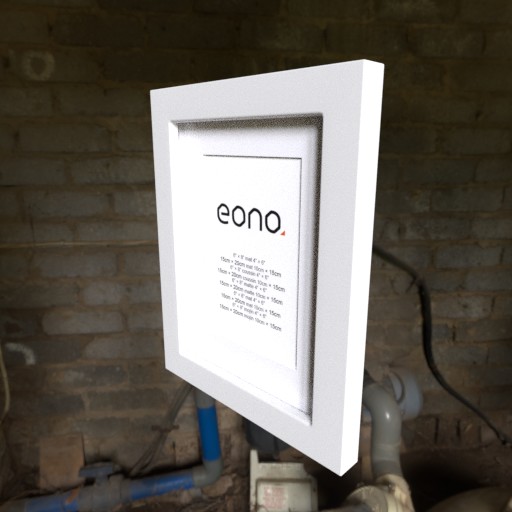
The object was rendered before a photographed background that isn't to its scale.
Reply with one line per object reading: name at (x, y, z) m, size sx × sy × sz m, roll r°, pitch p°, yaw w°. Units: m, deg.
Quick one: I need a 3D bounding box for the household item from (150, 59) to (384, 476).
household item at (0.000, 0.000, 0.339) m, size 0.045 × 0.250 × 0.200 m, roll -14°, pitch 20°, yaw -43°
